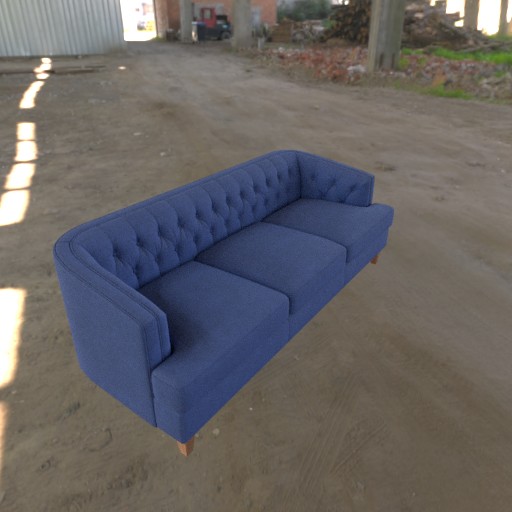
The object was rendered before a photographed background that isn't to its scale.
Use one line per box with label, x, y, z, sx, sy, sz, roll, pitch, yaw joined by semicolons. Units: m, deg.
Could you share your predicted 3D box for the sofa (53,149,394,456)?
sofa;0.000;0.000;2.676;0.914;0.787;2.235;18;33;31
